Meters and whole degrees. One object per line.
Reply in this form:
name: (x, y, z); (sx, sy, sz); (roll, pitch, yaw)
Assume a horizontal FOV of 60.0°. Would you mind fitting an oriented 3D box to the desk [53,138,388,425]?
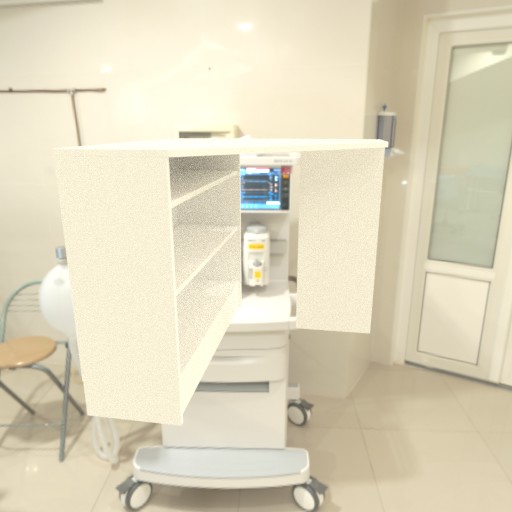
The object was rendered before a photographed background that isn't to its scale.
desk: (0.000, 0.000, 1.653); (0.926, 0.818, 0.940); (3, 17, 9)
